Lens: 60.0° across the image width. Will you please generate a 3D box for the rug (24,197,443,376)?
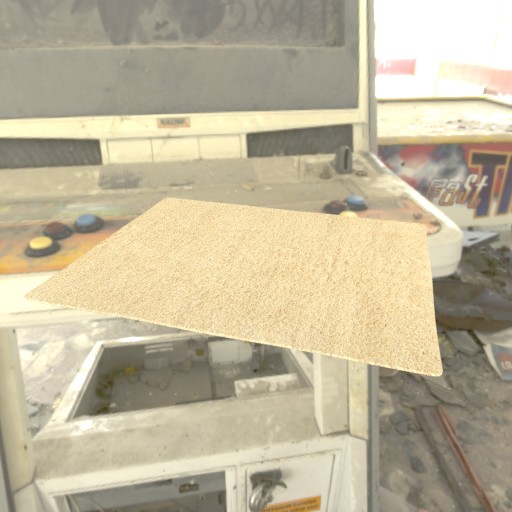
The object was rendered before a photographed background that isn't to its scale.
[{"bbox_3d":[0.000,0.000,4.004,3.001,0.025,2.401,8,28,15],"label":"rug"}]
